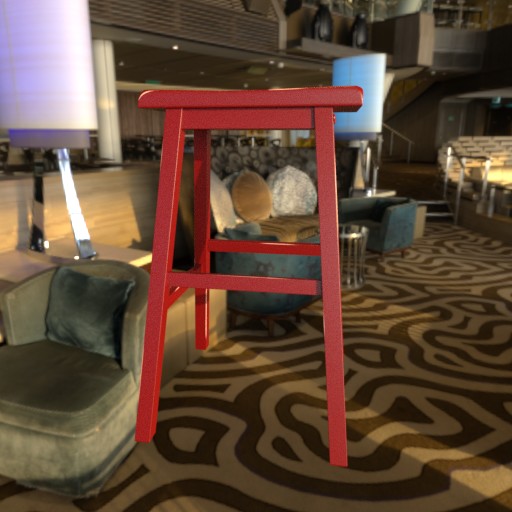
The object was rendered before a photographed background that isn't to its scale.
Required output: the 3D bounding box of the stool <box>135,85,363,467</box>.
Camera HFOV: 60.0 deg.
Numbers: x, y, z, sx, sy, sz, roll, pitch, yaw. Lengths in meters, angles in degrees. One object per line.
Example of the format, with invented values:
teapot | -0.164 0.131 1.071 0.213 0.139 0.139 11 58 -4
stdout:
stool | 0.000 0.000 1.064 0.457 0.737 0.476 3 15 10
